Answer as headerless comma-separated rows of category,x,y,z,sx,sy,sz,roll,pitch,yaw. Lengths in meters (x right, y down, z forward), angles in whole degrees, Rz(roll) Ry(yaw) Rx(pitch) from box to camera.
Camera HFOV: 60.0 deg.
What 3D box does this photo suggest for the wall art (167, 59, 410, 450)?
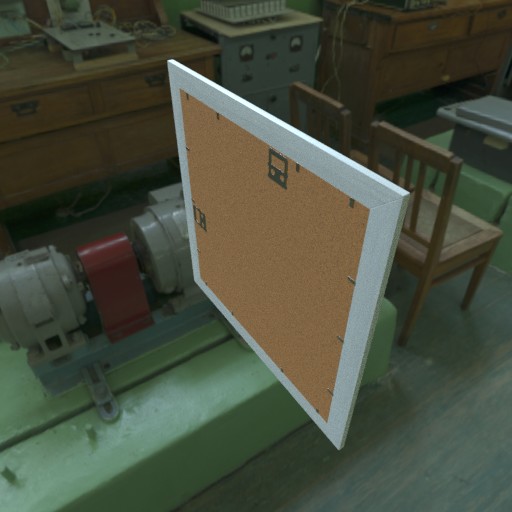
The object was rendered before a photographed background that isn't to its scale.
wall art,0.000,0.000,0.860,0.013,0.584,0.584,-24,46,-26
